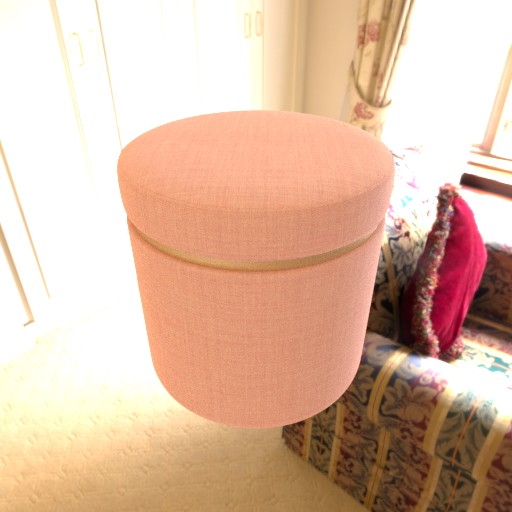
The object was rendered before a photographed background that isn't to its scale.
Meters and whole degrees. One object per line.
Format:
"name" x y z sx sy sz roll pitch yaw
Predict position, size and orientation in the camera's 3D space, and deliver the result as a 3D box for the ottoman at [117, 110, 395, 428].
"ottoman" 0.000 0.000 0.750 0.400 0.406 0.400 0 33 0
